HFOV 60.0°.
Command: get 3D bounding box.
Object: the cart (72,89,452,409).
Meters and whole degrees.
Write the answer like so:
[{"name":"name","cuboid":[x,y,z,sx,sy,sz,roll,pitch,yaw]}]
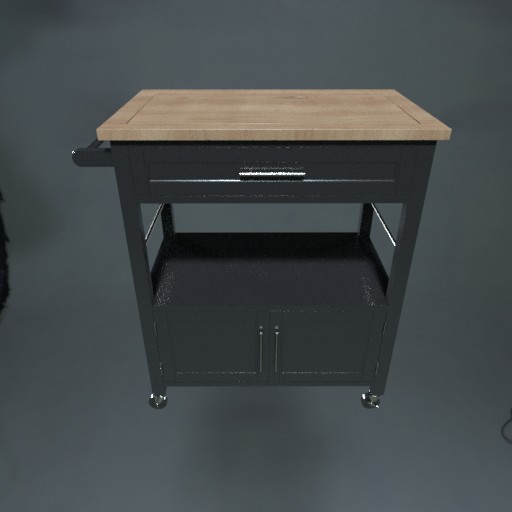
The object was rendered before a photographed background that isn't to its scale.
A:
[{"name":"cart","cuboid":[0.000,0.000,1.375,0.840,0.901,0.459,0,31,0]}]
